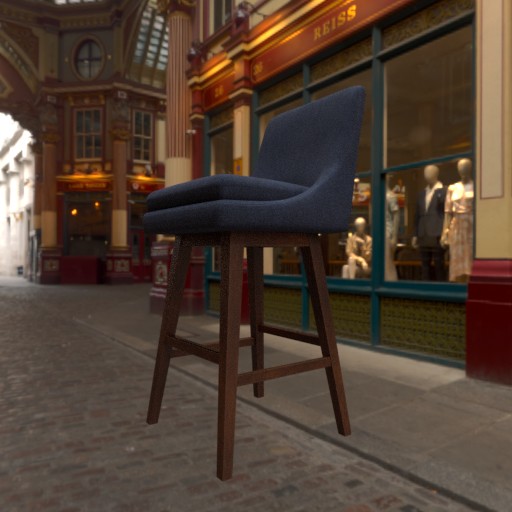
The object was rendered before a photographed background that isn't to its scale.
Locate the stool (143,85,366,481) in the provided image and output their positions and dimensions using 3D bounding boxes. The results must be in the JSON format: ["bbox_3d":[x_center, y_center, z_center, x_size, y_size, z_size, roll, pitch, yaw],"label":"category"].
[{"bbox_3d":[0.000,0.000,1.398,0.572,1.068,0.489,0,1,-37],"label":"stool"}]
